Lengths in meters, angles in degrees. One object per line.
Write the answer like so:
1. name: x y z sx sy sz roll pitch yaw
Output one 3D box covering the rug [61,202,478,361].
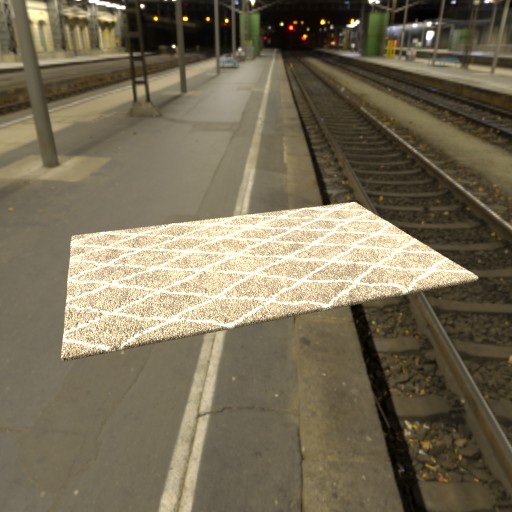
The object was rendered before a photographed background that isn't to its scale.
1. rug: 0.000 0.000 3.066 2.438 0.030 1.524 -8 27 -17
